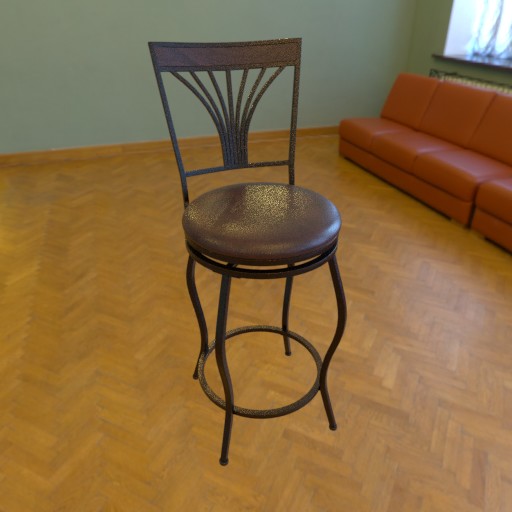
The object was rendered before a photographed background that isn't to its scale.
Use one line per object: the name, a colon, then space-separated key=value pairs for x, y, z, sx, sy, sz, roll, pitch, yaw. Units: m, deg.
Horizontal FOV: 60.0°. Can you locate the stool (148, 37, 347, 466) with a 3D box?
stool: x=0.000 y=0.000 z=1.301 sx=0.433 sy=1.117 sz=0.514 roll=-10 pitch=32 yaw=-17
